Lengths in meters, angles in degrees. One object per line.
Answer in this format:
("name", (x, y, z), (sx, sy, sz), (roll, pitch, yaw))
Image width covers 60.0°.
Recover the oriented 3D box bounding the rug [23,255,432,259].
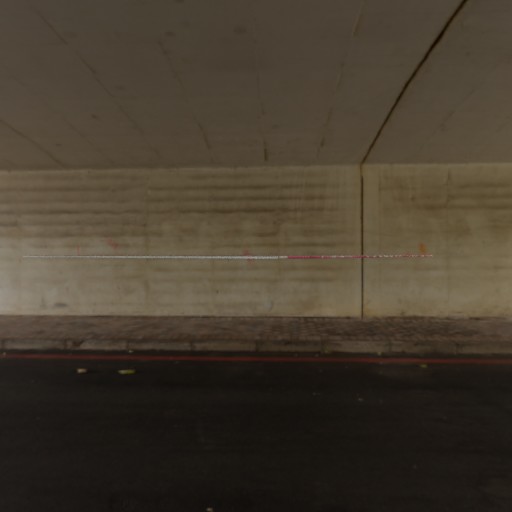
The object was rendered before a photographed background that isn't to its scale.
("rug", (0.000, 0.000, 4.107), (2.441, 0.016, 3.095), (0, 0, 35))
